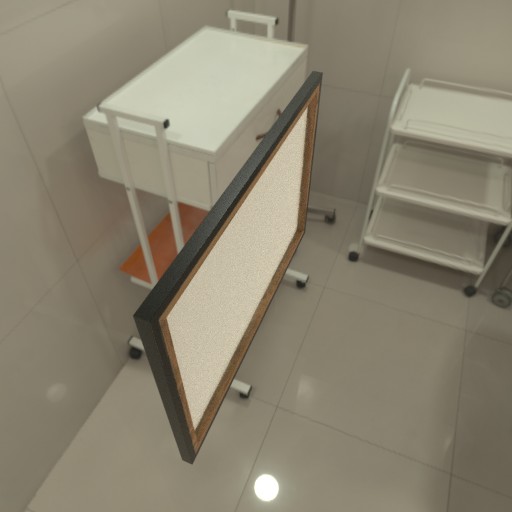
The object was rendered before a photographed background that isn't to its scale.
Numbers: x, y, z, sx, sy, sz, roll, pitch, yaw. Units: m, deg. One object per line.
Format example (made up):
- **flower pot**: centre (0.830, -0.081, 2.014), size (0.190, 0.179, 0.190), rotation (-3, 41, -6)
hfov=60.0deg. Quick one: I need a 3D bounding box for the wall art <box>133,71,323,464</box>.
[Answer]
- **wall art**: centre (0.000, 0.000, 0.852), size (0.022, 0.446, 0.659), rotation (17, 49, 15)
